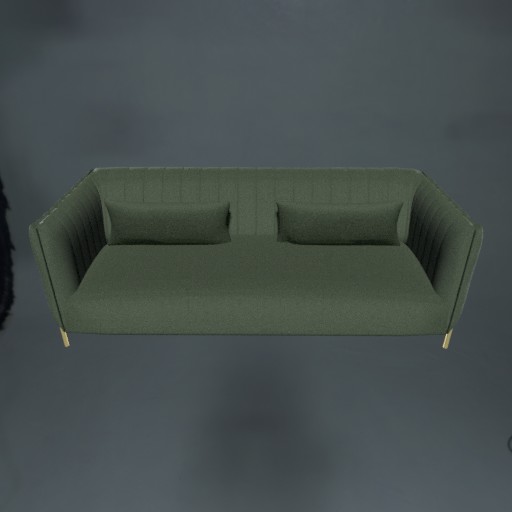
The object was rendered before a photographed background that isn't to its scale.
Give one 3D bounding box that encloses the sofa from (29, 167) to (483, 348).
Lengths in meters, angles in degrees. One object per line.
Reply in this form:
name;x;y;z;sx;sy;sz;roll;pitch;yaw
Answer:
sofa;0.000;0.000;2.530;2.137;0.793;0.896;0;29;0
